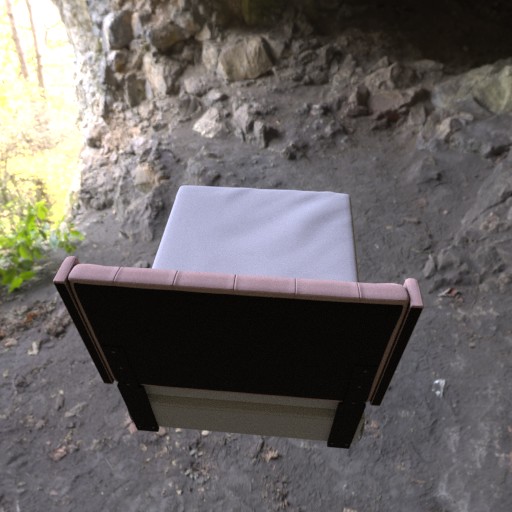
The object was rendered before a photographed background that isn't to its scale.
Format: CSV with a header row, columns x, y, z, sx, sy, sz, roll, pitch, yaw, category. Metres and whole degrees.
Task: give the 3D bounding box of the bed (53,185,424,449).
x,y,z,sx,sy,sz,roll,pitch,yaw,category
0.000,0.000,3.298,1.719,1.665,2.066,4,46,3,bed
